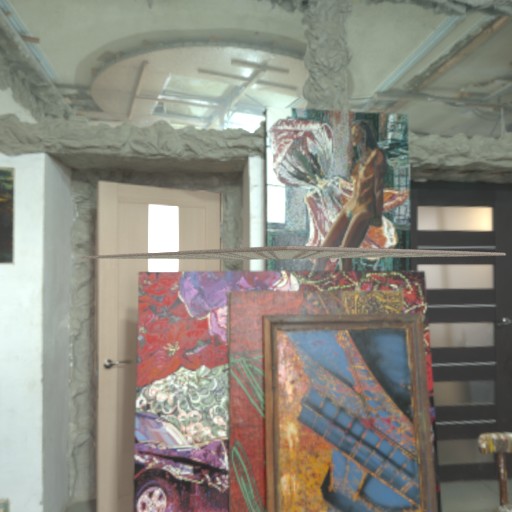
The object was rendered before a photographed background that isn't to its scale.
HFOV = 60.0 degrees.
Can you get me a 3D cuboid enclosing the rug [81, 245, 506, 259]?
[{"bbox_3d":[0.000,0.000,1.991,1.066,0.011,1.677,1,-1,-37],"label":"rug"}]
